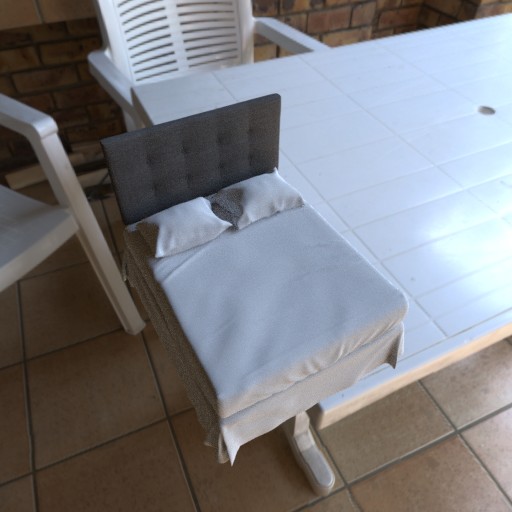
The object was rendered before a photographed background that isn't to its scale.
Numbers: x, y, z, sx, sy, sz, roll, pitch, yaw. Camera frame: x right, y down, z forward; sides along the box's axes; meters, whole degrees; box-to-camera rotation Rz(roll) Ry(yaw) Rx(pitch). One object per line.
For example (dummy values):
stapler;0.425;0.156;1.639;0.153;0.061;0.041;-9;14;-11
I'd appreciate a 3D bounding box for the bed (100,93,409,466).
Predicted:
bed;0.000;0.000;3.638;1.936;1.577;2.222;-22;50;-20
